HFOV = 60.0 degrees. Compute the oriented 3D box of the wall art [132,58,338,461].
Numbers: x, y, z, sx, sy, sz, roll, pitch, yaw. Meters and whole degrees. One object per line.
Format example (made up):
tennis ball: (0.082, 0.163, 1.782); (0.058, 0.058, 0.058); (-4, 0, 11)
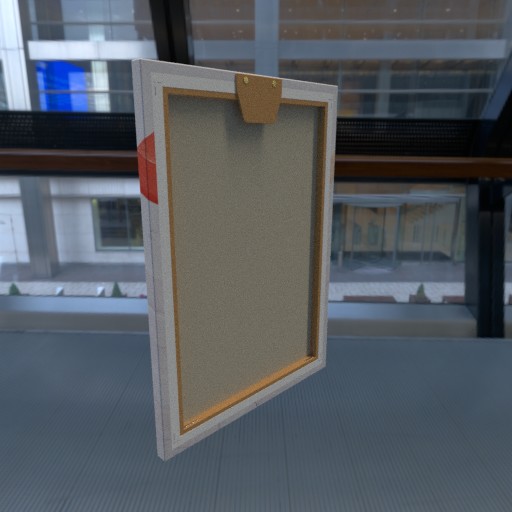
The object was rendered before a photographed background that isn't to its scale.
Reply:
wall art: (0.000, 0.000, 1.115); (0.036, 0.848, 0.613); (14, 20, 43)
